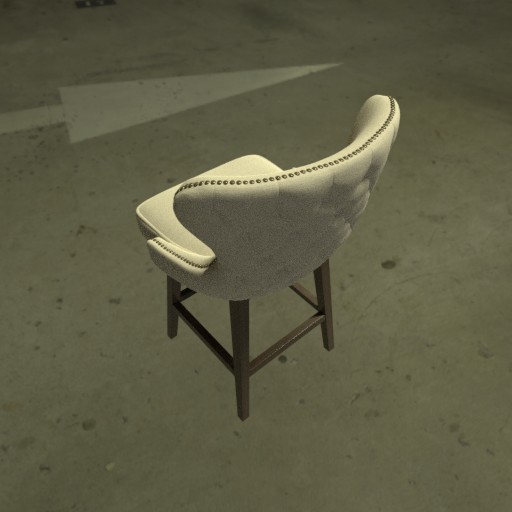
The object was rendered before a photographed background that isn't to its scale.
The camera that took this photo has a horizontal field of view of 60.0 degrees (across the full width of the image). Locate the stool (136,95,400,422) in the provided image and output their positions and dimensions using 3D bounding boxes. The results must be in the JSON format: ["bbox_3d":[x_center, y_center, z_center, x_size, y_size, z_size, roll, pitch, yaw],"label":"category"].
[{"bbox_3d":[0.000,0.000,1.339,0.615,0.972,0.597,-31,52,-27],"label":"stool"}]
